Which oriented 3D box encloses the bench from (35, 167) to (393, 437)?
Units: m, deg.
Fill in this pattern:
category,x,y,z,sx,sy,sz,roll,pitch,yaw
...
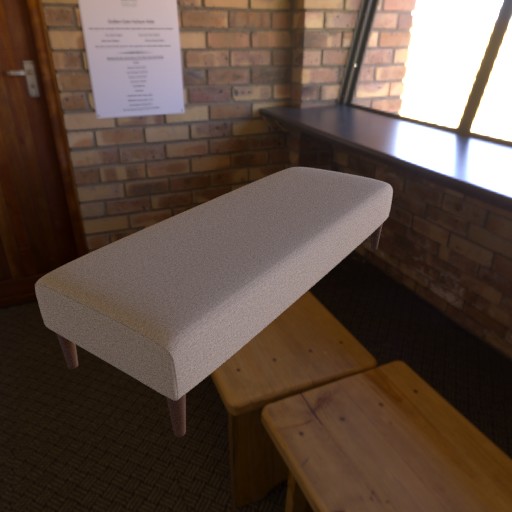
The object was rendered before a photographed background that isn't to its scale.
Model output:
category,x,y,z,sx,sy,sz,roll,pitch,yaw
bench,0.000,0.000,1.878,0.631,0.383,1.598,17,31,31
